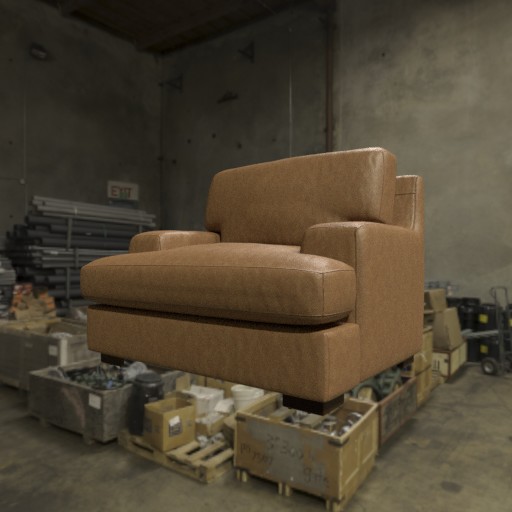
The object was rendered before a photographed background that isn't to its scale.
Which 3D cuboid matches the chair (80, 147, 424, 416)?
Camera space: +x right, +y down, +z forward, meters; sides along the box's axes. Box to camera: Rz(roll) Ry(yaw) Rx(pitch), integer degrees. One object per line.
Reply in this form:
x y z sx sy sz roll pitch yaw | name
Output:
0.000 0.000 1.993 1.276 0.978 1.050 0 0 37 | chair
